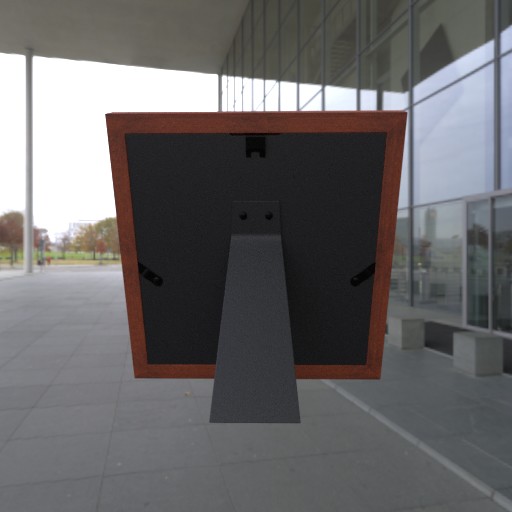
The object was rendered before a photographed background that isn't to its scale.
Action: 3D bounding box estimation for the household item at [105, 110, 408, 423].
[{"bbox_3d":[0.000,0.000,0.384,0.240,0.240,0.131,0,0,1],"label":"household item"}]
